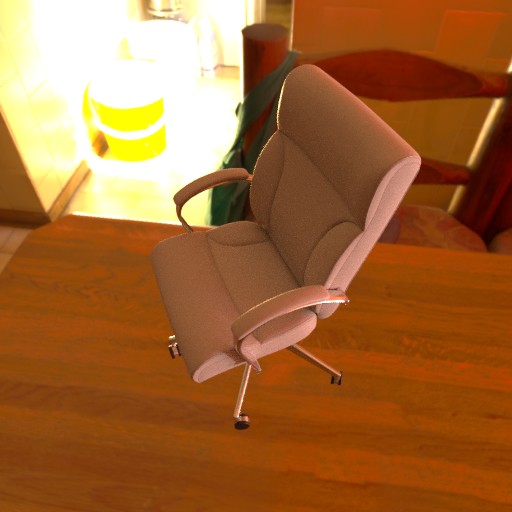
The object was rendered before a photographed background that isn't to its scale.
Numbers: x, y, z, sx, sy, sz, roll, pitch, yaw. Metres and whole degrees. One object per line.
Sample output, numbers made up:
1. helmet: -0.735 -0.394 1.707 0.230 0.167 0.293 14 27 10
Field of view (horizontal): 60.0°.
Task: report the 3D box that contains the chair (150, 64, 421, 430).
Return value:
1. chair: 0.000 0.000 1.578 0.745 1.099 0.727 -17 49 -15
